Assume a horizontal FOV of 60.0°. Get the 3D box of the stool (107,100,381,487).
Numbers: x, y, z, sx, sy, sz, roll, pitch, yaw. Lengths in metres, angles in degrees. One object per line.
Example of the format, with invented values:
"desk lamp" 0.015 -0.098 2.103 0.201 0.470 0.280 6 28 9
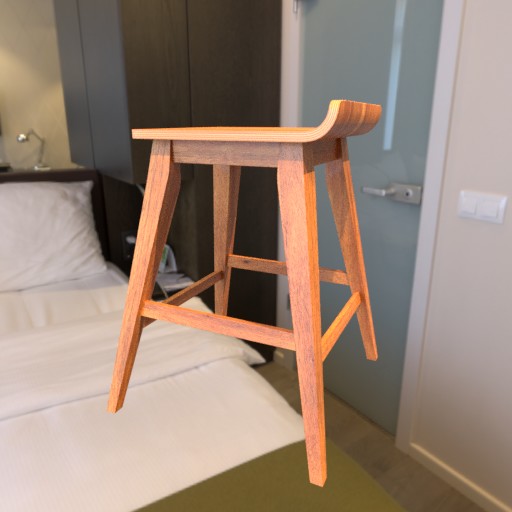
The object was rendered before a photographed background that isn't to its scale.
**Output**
"stool" 0.000 0.000 1.006 0.500 0.650 0.500 8 19 24
